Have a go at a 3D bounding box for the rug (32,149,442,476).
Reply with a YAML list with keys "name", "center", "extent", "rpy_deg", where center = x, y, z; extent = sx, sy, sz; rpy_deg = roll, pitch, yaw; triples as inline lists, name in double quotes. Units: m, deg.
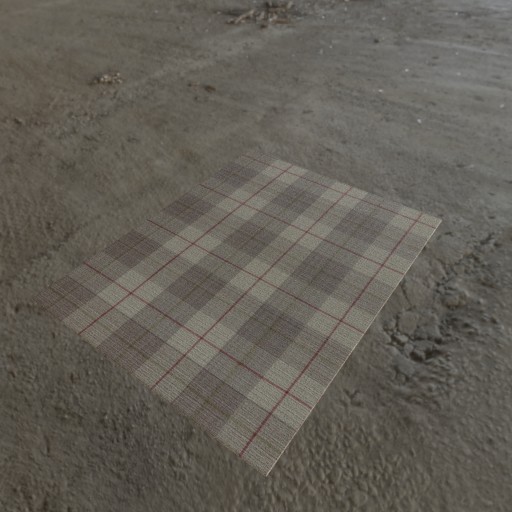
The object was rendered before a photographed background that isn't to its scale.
- name: "rug"
  center: [0.000, 0.000, 3.946]
  extent: [2.317, 0.016, 2.959]
  rpy_deg: [27, 49, 26]
